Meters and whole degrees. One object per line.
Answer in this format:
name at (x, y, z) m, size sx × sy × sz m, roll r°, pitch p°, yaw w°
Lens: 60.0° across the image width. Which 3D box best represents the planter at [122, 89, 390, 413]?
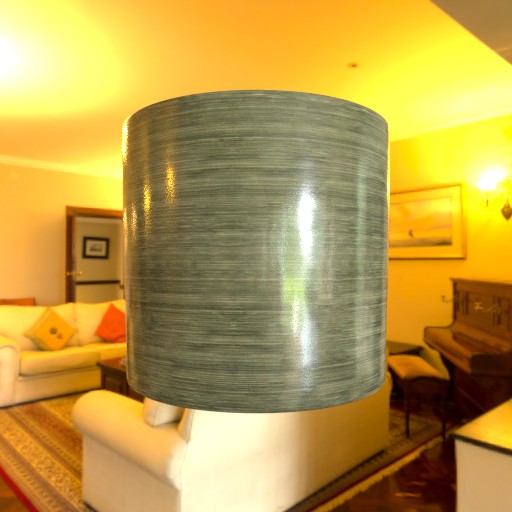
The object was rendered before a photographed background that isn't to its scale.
planter at (0.000, 0.000, 0.381) m, size 0.221 × 0.201 × 0.221 m, roll 0°, pitch -1°, yaw 0°
